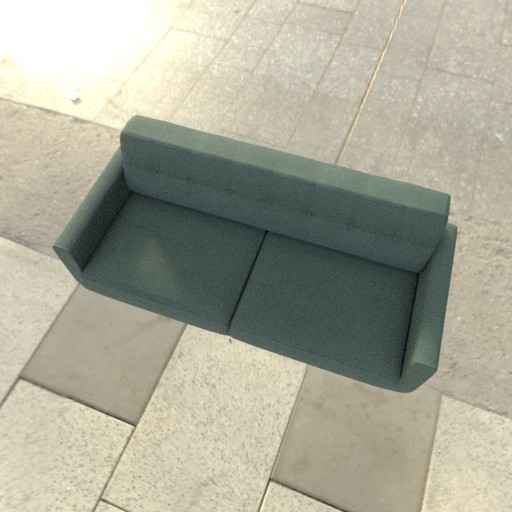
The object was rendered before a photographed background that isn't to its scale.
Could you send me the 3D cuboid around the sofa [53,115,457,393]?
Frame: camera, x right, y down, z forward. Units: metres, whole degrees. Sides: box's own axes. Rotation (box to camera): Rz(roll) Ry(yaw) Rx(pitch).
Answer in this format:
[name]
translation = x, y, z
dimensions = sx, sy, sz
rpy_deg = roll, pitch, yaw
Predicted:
[sofa]
translation = 0.000, 0.000, 2.503
dimensions = 2.029, 0.841, 0.909
rpy_deg = 17, 61, 10
